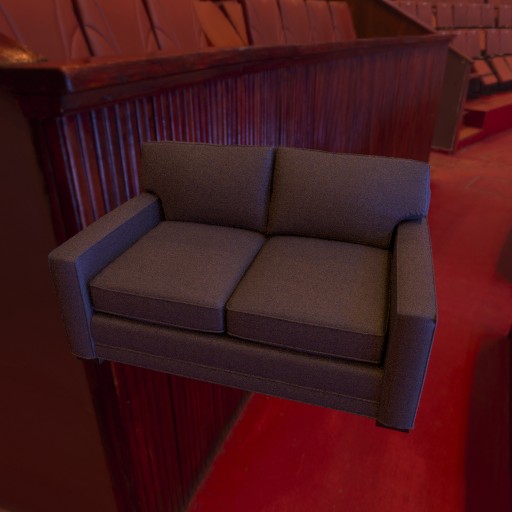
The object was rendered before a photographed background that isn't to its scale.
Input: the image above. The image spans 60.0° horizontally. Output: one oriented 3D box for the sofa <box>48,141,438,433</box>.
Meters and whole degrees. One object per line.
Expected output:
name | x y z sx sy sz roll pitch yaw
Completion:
sofa | 0.000 0.000 2.094 1.534 0.887 0.974 8 29 15
